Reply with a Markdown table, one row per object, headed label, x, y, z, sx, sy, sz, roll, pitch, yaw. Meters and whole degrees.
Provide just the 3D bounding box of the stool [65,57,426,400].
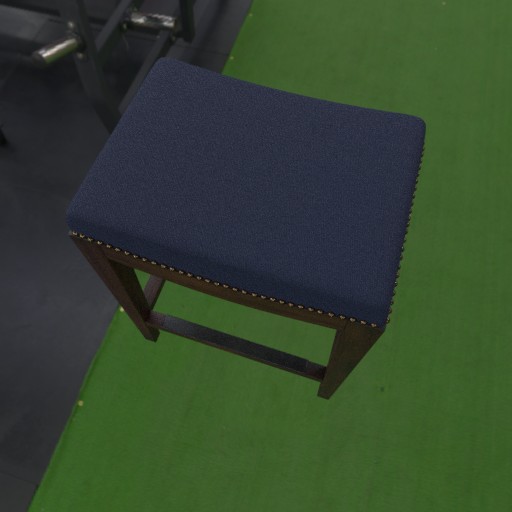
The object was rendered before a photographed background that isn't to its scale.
| label | x | y | z | sx | sy | sz | roll | pitch | yaw |
| --- | --- | --- | --- | --- | --- | --- | --- | --- | --- |
| stool | 0.000 | 0.000 | 0.938 | 0.500 | 0.642 | 0.361 | 16 | 65 | 8 |
